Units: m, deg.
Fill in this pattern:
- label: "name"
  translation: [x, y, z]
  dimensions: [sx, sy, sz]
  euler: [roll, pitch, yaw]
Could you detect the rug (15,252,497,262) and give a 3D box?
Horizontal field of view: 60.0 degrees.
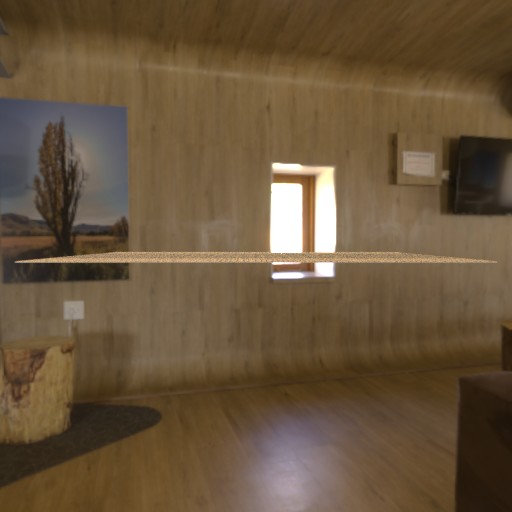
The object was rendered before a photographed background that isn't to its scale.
- label: "rug"
  translation: [0.000, 0.000, 2.286]
  dimensions: [1.828, 0.005, 1.219]
  euler: [0, 2, 0]
